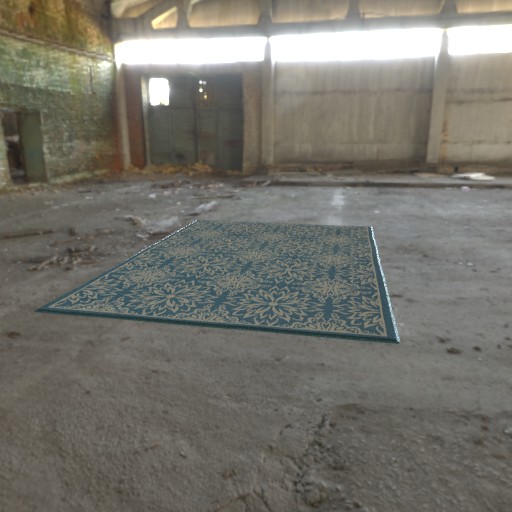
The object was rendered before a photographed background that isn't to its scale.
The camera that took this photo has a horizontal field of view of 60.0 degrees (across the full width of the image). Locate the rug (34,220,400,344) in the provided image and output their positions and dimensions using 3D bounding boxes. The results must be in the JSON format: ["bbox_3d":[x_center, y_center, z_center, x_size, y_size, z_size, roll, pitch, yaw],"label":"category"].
[{"bbox_3d":[0.000,0.000,2.850,1.554,0.012,2.205,3,16,11],"label":"rug"}]
